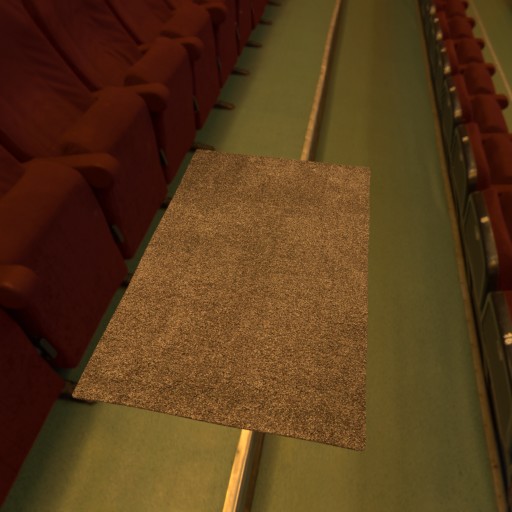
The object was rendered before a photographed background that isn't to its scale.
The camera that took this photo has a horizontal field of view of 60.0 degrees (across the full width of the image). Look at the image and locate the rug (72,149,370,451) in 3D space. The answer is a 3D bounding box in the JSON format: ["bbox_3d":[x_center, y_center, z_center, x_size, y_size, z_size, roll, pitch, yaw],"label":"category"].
[{"bbox_3d":[0.000,0.000,3.002,1.501,0.025,2.352,8,47,7],"label":"rug"}]
